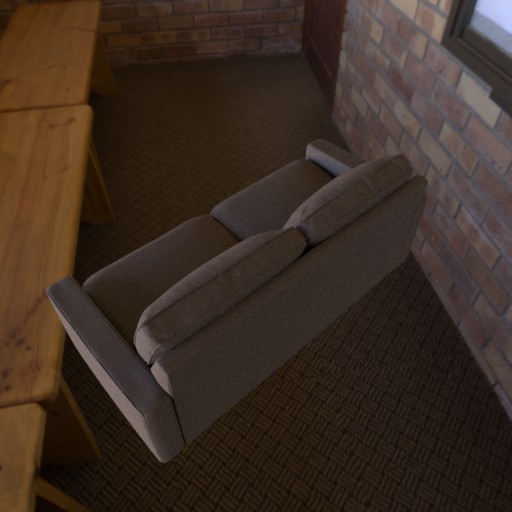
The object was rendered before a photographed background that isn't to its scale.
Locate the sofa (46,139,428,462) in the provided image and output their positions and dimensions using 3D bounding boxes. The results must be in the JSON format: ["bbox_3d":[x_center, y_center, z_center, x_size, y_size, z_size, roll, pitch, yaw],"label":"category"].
[{"bbox_3d":[0.000,0.000,2.558,2.080,0.919,0.940,-34,55,-28],"label":"sofa"}]
